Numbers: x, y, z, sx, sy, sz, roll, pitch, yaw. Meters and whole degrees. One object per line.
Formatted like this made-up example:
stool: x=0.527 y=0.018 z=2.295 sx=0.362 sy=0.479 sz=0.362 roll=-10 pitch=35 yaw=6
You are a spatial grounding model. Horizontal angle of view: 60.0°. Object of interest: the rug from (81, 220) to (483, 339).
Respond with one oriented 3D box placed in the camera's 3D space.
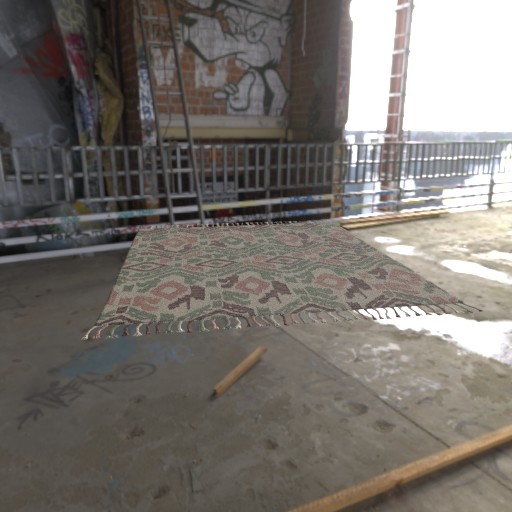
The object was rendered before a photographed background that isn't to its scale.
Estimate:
rug: x=0.000 y=0.000 z=4.056 sx=2.438 sy=0.010 sz=3.048 roll=-3 pitch=16 yaw=-9
